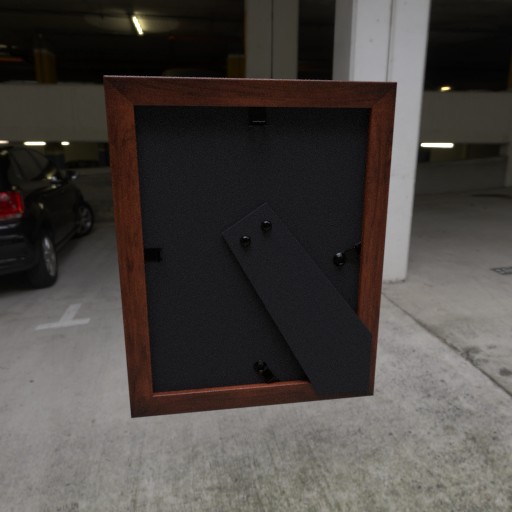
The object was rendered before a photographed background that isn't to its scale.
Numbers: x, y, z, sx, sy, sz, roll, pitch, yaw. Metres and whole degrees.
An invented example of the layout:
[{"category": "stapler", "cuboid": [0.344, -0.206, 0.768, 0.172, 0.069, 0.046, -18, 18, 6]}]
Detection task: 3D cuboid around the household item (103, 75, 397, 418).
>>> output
[{"category": "household item", "cuboid": [0.000, 0.000, 0.337, 0.200, 0.250, 0.020, -2, 15, -9]}]
